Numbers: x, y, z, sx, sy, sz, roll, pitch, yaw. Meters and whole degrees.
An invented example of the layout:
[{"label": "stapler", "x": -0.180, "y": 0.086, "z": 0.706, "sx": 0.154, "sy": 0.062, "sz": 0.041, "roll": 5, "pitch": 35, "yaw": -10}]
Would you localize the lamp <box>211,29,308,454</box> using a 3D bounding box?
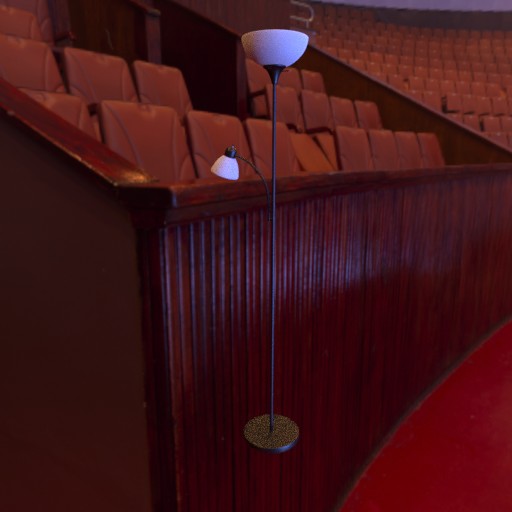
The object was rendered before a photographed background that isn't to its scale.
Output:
[{"label": "lamp", "x": 0.000, "y": 0.000, "z": 2.018, "sx": 0.442, "sy": 1.804, "sz": 0.279, "roll": 7, "pitch": 15, "yaw": 27}]
